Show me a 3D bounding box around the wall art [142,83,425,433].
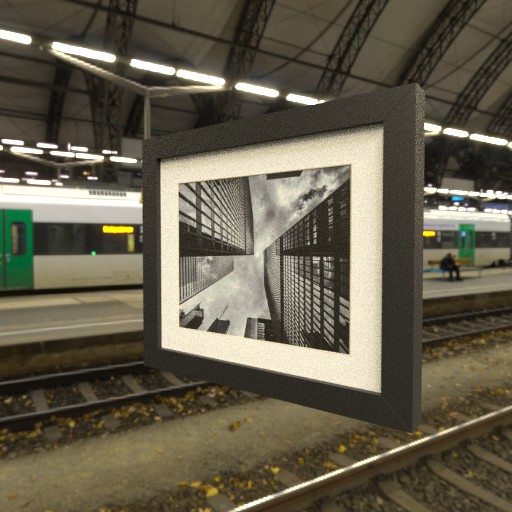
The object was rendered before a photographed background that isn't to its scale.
[{"bbox_3d":[0.000,0.000,0.530,0.381,0.321,0.028,1,2,36],"label":"wall art"}]
